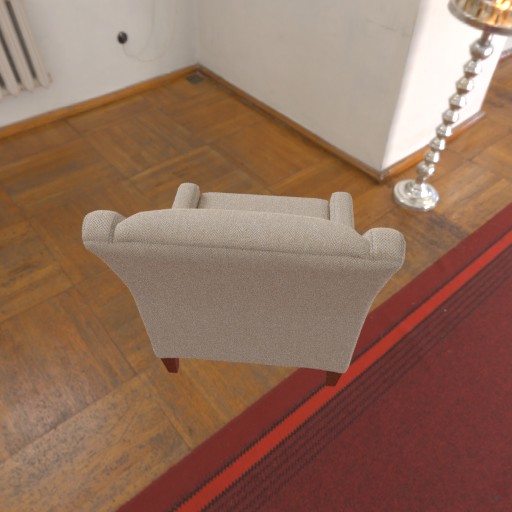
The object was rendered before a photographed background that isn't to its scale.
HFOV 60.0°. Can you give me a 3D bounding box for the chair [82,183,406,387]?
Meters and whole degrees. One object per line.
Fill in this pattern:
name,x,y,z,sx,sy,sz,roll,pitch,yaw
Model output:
chair,0.000,0.000,1.644,0.774,1.014,0.870,4,47,4
